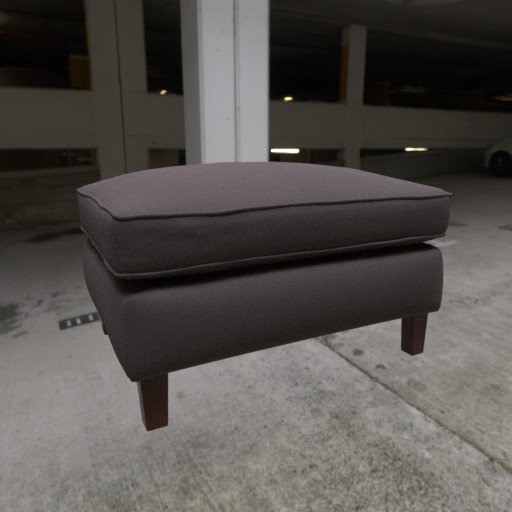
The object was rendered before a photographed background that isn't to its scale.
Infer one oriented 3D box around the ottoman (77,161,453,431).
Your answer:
[{"bbox_3d":[0.000,0.000,0.978,0.686,0.406,0.508,-7,16,-26],"label":"ottoman"}]
